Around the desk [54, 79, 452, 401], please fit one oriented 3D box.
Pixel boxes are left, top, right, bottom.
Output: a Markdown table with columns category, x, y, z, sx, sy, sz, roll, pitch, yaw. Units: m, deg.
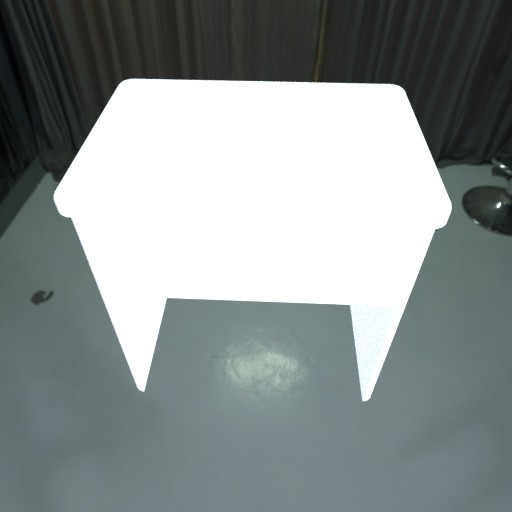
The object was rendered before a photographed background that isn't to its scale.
| category | x | y | z | sx | sy | sz | roll | pitch | yaw |
| --- | --- | --- | --- | --- | --- | --- | --- | --- | --- |
| desk | 0.000 | 0.000 | 1.300 | 0.762 | 0.800 | 0.549 | 2 | 46 | 2 |
